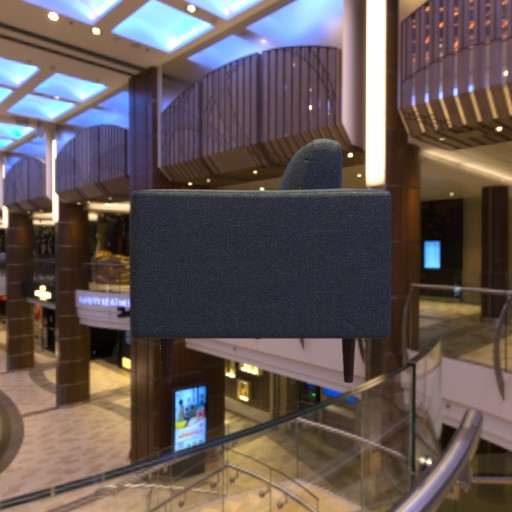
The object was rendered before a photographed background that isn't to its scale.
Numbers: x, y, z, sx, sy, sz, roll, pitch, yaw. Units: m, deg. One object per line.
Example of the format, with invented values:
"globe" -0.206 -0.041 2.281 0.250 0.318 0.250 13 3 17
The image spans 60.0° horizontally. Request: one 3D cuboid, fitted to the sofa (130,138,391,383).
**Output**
"sofa" 0.000 0.000 2.526 0.935 0.945 2.013 0 1 0
